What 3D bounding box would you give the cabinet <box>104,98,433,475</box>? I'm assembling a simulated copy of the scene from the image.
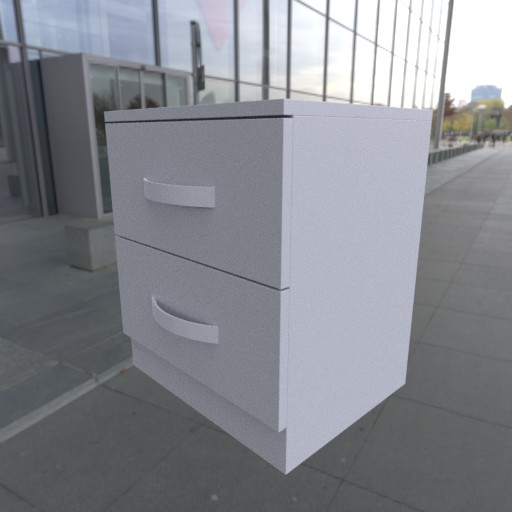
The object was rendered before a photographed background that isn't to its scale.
[{"bbox_3d":[0.000,0.000,0.753,0.360,0.470,0.400,-14,21,-42],"label":"cabinet"}]
